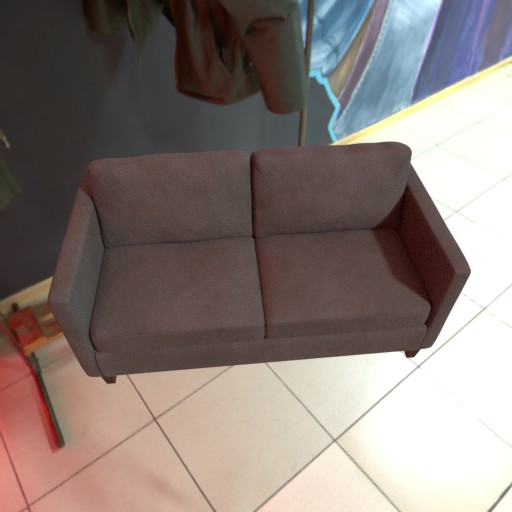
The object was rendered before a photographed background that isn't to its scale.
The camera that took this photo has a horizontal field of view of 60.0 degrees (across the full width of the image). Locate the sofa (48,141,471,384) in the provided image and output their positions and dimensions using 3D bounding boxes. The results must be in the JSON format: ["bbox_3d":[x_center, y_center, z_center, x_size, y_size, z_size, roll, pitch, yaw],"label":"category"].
[{"bbox_3d":[0.000,0.000,2.413,1.884,0.963,0.950,-4,47,-4],"label":"sofa"}]
